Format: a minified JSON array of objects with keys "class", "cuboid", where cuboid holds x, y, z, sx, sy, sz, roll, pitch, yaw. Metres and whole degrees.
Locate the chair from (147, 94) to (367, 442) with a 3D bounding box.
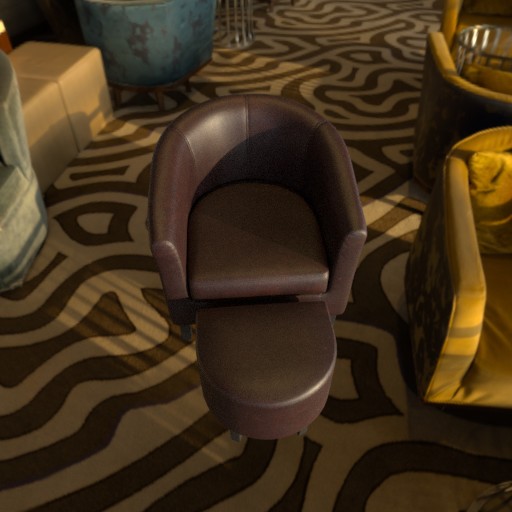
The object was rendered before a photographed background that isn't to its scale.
[{"class":"chair","cuboid":[0.000,0.000,1.664,0.737,0.755,1.176,-3,44,-3]}]
